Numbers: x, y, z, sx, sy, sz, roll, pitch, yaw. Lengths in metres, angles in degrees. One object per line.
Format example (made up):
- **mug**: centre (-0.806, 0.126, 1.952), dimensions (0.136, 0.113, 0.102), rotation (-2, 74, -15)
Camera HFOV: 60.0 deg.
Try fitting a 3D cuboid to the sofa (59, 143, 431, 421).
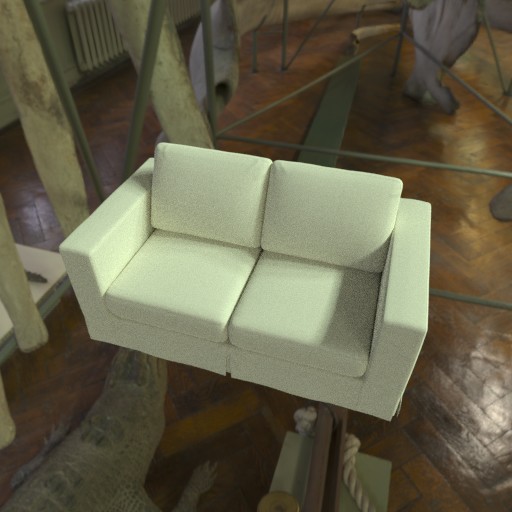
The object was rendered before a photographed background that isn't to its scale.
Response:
- **sofa**: centre (0.000, 0.000, 2.509), dimensions (1.813, 0.932, 1.009), rotation (12, 42, 13)
